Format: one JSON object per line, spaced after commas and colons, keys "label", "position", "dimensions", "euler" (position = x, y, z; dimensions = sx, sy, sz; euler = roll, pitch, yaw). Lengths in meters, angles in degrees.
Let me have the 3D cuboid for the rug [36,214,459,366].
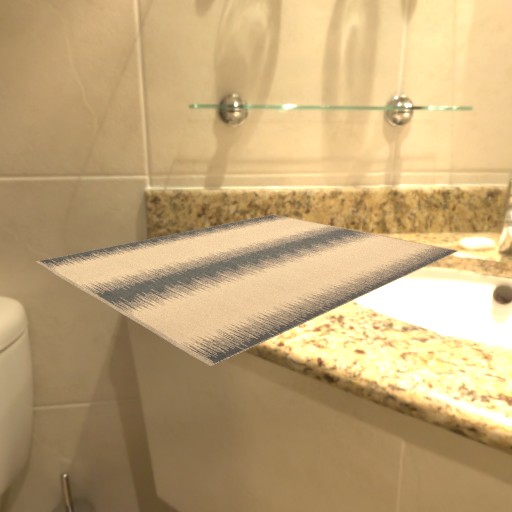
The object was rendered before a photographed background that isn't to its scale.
{"label": "rug", "position": [0.000, 0.000, 4.057], "dimensions": [3.037, 0.004, 2.453], "euler": [-16, 23, -42]}
